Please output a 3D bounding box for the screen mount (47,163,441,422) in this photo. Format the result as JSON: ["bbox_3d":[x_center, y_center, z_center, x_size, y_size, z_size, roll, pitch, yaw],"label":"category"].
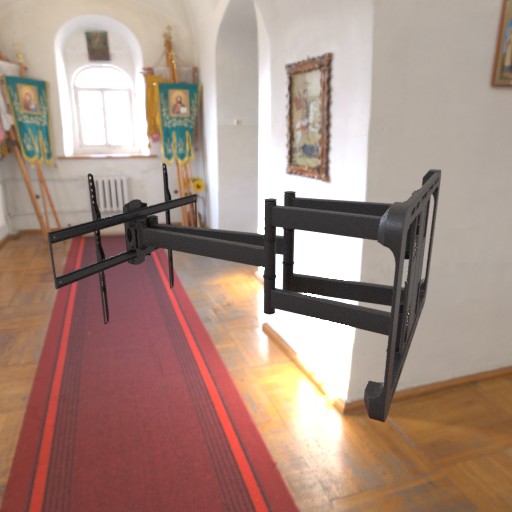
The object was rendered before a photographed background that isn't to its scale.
[{"bbox_3d":[0.000,0.000,1.301,0.905,0.483,0.725,8,19,25],"label":"screen mount"}]
